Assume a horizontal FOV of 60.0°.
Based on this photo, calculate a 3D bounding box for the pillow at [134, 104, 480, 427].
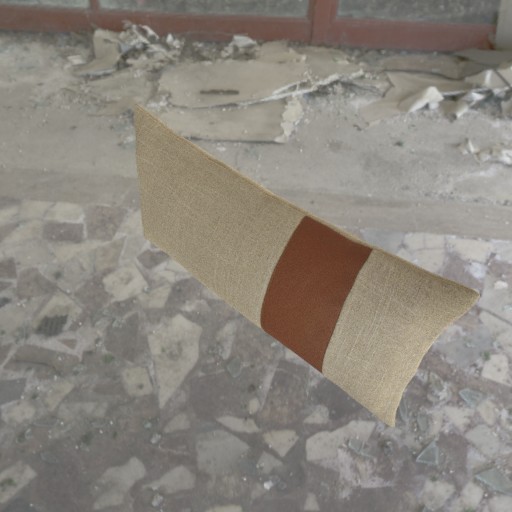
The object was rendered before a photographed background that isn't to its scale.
[{"bbox_3d":[0.000,0.000,0.710,0.612,0.282,0.155,34,55,28],"label":"pillow"}]
